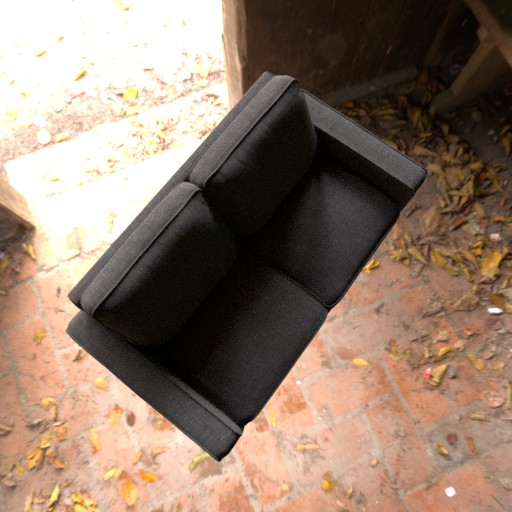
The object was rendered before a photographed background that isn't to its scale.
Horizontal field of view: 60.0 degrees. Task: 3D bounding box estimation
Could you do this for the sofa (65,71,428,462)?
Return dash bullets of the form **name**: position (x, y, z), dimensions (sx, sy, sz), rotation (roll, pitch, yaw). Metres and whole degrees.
- **sofa**: position (0.000, 0.000, 2.252), dimensions (0.947, 0.918, 1.709), rotation (36, 77, 9)
